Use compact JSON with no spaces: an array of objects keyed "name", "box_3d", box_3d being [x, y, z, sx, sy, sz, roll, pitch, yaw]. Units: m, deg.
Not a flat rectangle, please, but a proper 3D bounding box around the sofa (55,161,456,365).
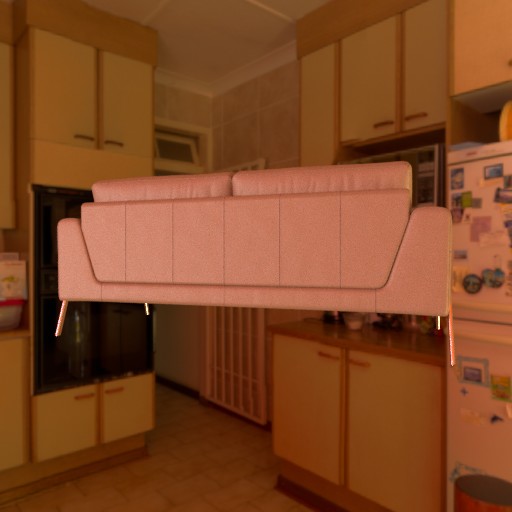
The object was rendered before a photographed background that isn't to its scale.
[{"name":"sofa","box_3d":[0.000,0.000,2.554,2.017,0.875,0.953,0,0,19]}]
